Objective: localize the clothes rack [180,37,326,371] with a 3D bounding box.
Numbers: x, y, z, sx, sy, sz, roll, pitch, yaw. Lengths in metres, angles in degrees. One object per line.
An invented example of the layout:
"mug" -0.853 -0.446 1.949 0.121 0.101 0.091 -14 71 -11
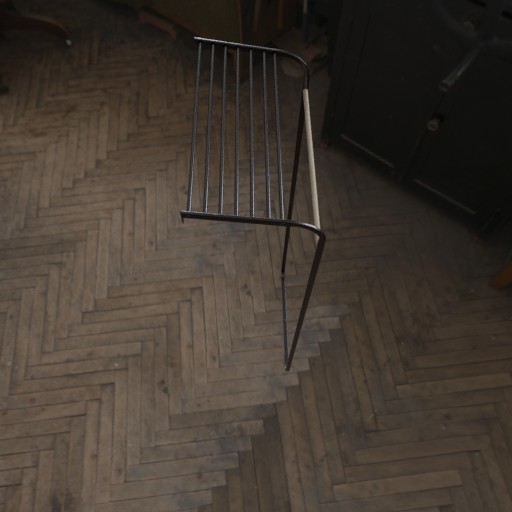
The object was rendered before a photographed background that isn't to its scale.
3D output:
"clothes rack" 0.000 0.000 1.833 0.349 1.574 0.609 -1 62 0
